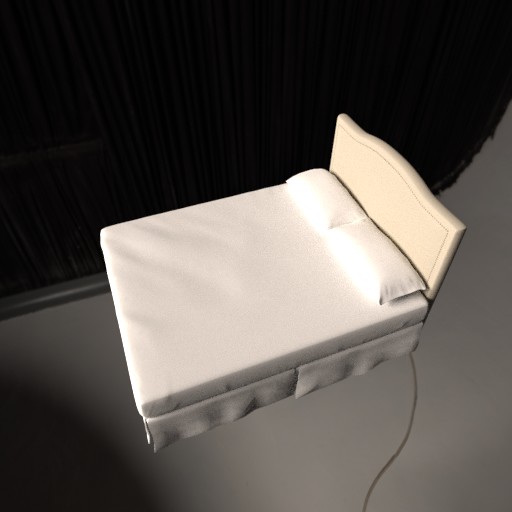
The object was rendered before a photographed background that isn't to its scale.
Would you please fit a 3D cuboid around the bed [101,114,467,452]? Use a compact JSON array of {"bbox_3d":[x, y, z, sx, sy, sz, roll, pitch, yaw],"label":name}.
[{"bbox_3d":[0.000,0.000,3.723,2.477,1.437,1.977,-16,48,-15],"label":"bed"}]
